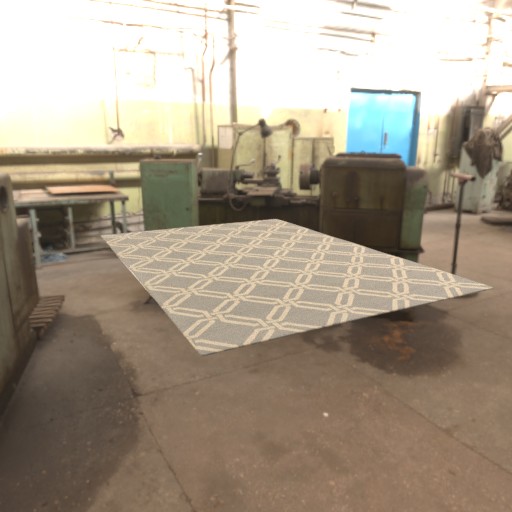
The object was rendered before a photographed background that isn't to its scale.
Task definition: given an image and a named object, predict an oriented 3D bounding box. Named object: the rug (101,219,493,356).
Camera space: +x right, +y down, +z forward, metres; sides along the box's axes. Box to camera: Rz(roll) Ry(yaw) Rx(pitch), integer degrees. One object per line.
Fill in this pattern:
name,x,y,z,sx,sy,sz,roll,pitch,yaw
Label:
rug,0.000,0.000,2.747,1.522,0.013,2.133,-8,17,-26
